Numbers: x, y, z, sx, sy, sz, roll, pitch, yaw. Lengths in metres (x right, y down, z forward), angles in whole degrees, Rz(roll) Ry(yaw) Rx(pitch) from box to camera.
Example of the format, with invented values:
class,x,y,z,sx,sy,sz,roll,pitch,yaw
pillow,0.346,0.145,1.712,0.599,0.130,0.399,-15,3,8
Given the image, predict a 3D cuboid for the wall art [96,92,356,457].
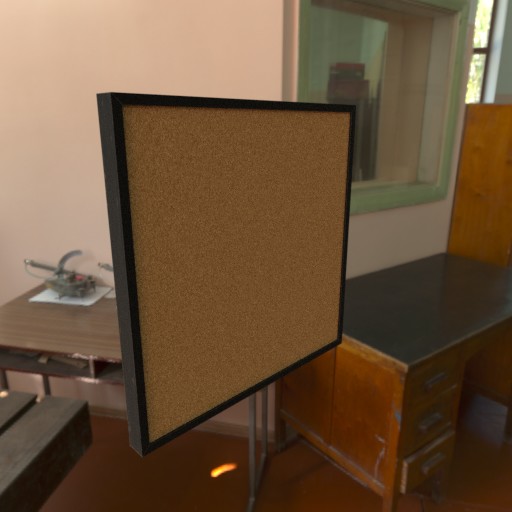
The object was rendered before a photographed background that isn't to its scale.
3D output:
class,x,y,z,sx,sy,sz,roll,pitch,yaw
wall art,0.000,0.000,0.764,0.506,0.506,0.036,-16,23,-42
